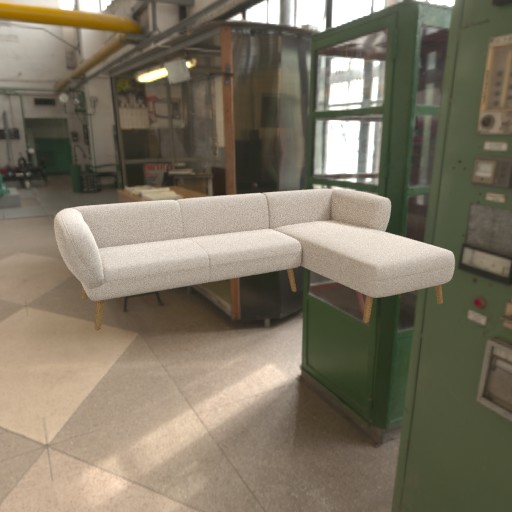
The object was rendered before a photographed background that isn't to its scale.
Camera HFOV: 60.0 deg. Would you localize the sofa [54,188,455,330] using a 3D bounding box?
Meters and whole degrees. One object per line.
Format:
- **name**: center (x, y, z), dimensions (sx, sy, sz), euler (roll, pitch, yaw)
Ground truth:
- **sofa**: center (0.000, 0.000, 3.320), dimensions (2.660, 0.730, 1.610), euler (-8, 18, -27)
